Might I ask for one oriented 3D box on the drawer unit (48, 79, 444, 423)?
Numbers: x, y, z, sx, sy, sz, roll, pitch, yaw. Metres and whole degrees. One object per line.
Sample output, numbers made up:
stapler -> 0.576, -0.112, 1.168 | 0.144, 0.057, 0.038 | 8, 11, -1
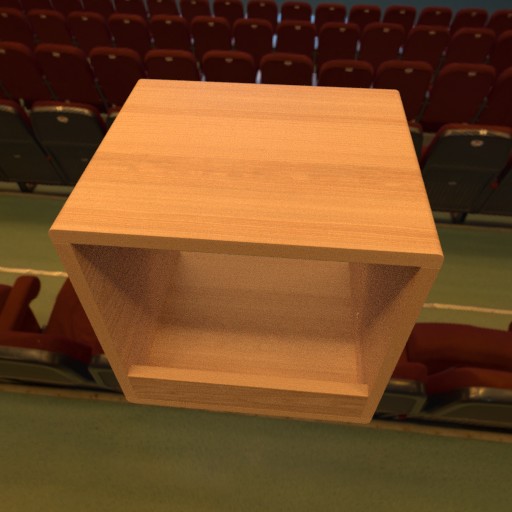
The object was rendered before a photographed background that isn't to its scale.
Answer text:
drawer unit -> 0.000, 0.000, 0.602 | 0.344, 0.344, 0.290 | 4, 47, 4
